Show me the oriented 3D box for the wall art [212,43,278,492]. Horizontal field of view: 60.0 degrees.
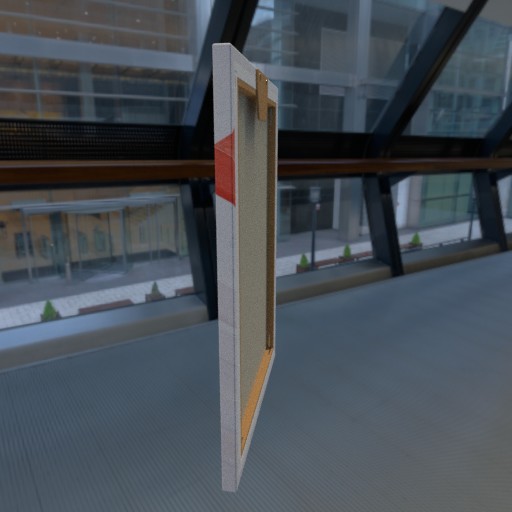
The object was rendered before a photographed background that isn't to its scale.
[{"bbox_3d":[0.000,0.000,1.097,0.036,0.848,0.613,2,15,9],"label":"wall art"}]
